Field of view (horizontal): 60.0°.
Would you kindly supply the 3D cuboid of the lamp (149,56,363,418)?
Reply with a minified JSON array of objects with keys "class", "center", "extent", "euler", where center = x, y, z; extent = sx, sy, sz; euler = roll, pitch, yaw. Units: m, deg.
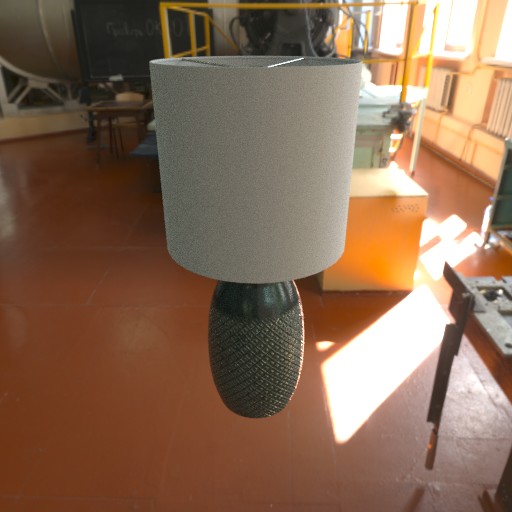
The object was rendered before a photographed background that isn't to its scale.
[{"class":"lamp","center":[0.000,0.000,0.560],"extent":[0.217,0.453,0.217],"euler":[18,32,31]}]
